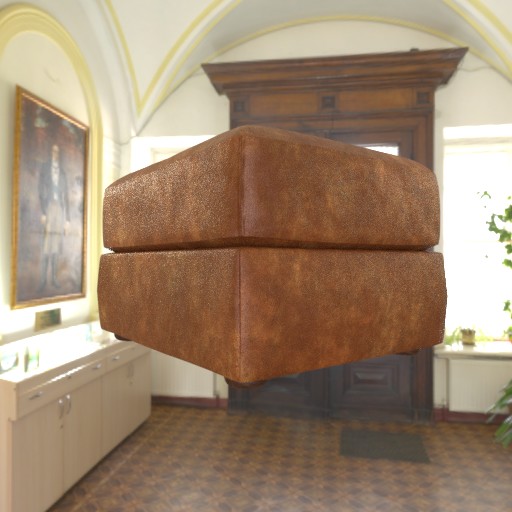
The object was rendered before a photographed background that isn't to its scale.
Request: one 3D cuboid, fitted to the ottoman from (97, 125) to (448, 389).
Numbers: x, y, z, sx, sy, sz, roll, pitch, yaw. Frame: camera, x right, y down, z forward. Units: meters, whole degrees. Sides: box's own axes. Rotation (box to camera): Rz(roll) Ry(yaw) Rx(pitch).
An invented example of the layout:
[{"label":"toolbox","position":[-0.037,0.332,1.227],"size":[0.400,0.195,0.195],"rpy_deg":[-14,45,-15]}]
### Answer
[{"label":"ottoman","position":[0.000,0.000,1.154],"size":[0.603,0.476,0.751],"rpy_deg":[1,-1,-36]}]
